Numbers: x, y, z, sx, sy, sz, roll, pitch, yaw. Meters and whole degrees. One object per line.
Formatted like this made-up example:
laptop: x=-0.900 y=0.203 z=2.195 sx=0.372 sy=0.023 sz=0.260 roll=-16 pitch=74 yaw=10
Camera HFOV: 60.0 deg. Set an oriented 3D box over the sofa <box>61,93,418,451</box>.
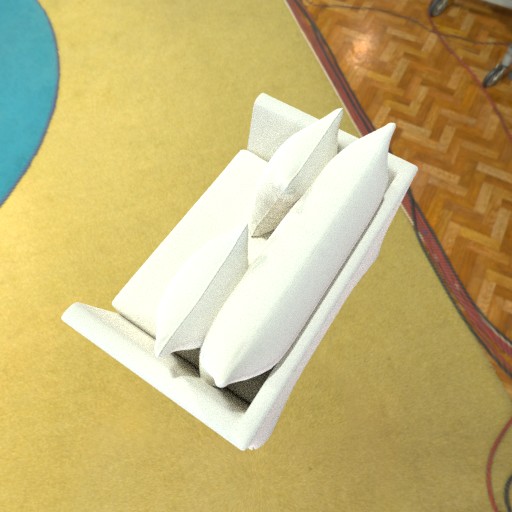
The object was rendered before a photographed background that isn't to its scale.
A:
sofa: x=0.000 y=0.000 z=2.277 sx=1.026 sy=1.039 sz=1.608 roll=30 pitch=67 yaw=14
